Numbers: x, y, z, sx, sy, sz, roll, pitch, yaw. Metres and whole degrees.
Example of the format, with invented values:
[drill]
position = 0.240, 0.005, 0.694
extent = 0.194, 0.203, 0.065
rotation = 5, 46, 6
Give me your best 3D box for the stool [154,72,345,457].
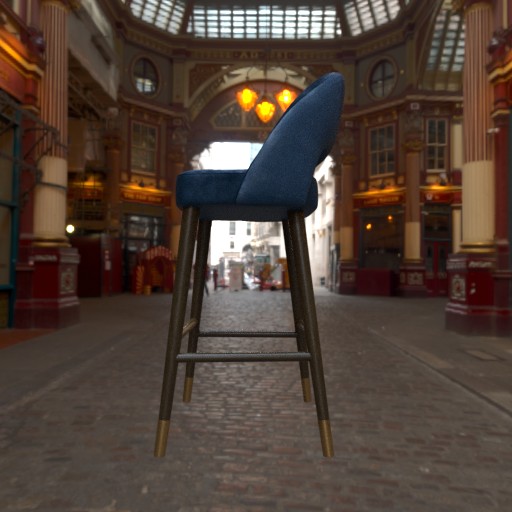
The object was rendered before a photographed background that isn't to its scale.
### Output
[stool]
position = 0.000, 0.000, 1.346
extent = 0.515, 1.016, 0.514
rotation = 0, -1, 0
